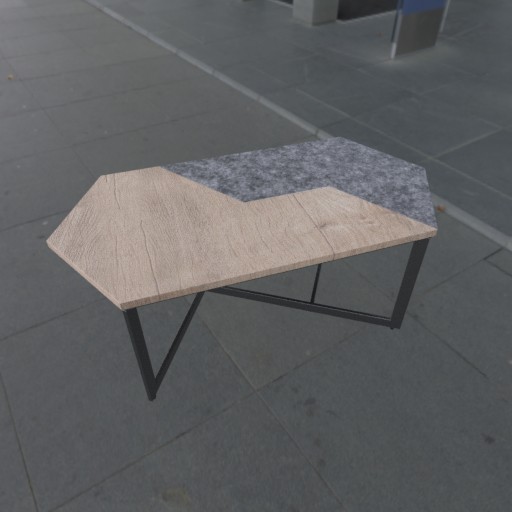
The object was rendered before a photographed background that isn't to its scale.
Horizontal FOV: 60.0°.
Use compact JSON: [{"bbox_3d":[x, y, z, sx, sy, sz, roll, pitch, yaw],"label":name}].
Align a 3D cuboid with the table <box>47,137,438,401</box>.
[{"bbox_3d":[0.000,0.000,1.518,1.219,0.457,0.609,-13,43,-14],"label":"table"}]
